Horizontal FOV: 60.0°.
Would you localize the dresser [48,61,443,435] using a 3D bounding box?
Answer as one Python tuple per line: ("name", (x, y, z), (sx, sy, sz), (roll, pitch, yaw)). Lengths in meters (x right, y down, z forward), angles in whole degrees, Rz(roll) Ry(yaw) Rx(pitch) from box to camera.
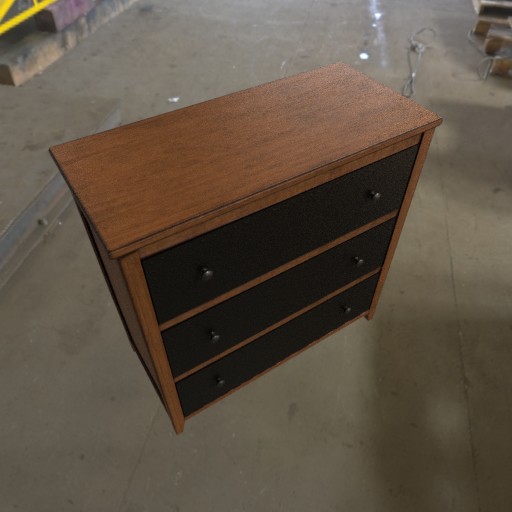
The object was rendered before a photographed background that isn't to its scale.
("dresser", (0.000, 0.000, 1.960), (1.250, 1.224, 0.591), (-25, 51, -22))
